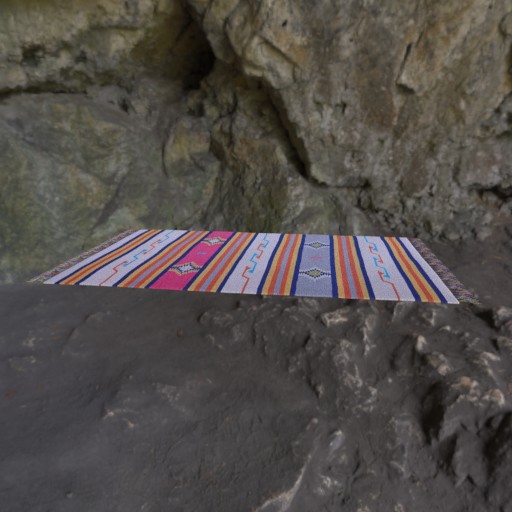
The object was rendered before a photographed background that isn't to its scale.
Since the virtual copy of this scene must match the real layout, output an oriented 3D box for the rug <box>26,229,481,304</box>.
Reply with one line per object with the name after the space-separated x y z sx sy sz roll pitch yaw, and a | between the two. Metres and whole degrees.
0.000 0.000 2.286 1.849 0.013 1.084 2 16 8 | rug
